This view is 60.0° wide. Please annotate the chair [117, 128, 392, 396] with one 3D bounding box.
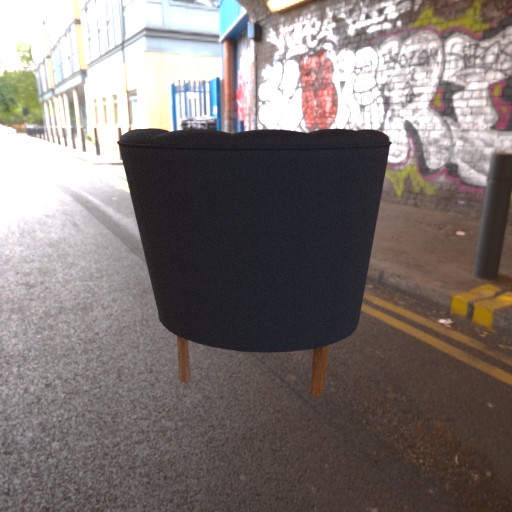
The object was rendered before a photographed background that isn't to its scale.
[{"bbox_3d":[0.000,0.000,1.383,0.740,0.771,0.718,3,17,10],"label":"chair"}]
